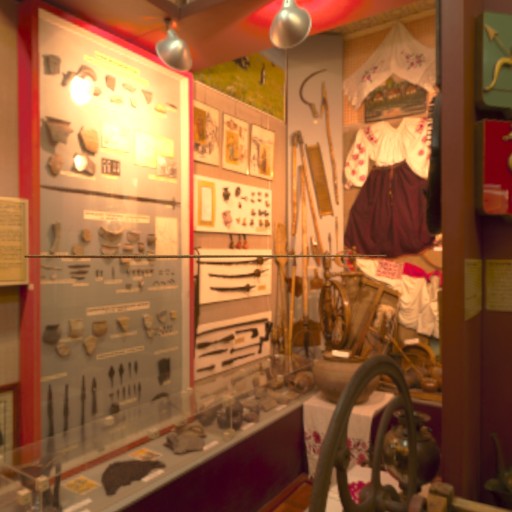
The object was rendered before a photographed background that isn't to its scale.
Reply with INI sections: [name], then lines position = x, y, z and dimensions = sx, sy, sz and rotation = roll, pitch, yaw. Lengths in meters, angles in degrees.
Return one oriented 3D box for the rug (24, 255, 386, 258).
[rug]
position = 0.000, 0.000, 2.725
dimensions = 0.769, 0.012, 2.448
rotation = 0, 0, 36
